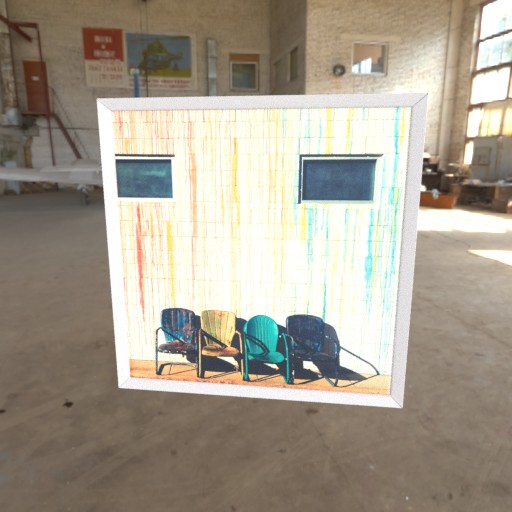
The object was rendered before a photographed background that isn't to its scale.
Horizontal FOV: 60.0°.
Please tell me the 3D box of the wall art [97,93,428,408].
[{"bbox_3d":[0.000,0.000,0.747,0.508,0.508,0.037,2,13,7],"label":"wall art"}]
